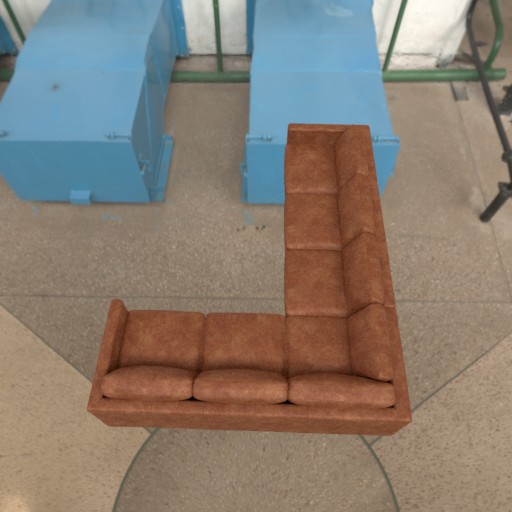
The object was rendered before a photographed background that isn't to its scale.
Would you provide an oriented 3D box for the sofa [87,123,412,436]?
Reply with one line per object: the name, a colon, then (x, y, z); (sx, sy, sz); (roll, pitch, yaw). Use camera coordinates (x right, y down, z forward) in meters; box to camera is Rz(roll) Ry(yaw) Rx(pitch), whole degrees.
sofa: (0.000, 0.000, 4.332); (2.438, 0.838, 3.167); (2, 58, 1)
